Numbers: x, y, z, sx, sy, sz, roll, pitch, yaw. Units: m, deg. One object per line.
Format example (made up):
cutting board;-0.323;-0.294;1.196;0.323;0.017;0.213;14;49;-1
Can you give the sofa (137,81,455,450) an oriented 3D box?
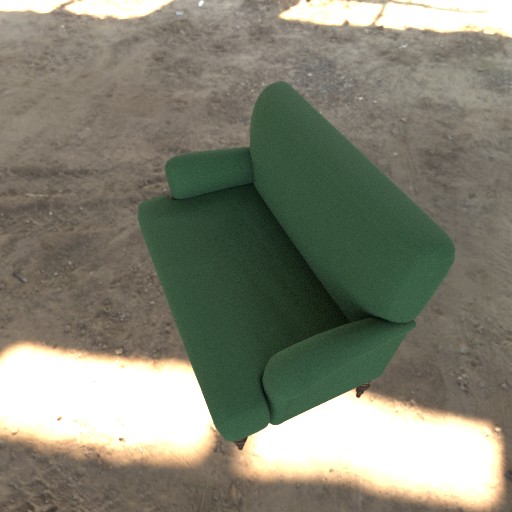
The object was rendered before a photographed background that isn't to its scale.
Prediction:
sofa;0.000;0.000;1.837;0.779;0.889;1.297;-18;49;-16
